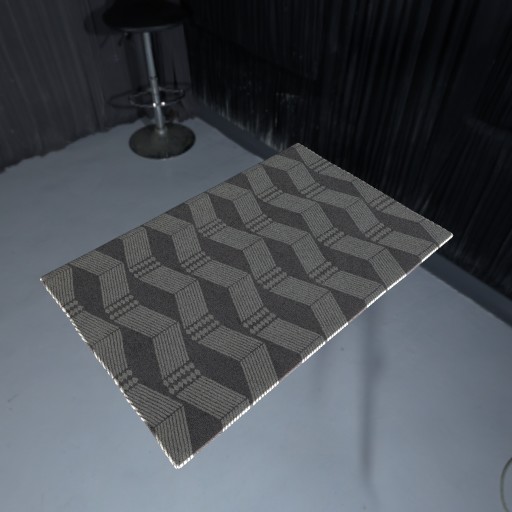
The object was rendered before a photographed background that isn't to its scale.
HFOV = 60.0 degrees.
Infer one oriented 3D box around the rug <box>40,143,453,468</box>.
[{"bbox_3d":[0.000,0.000,2.326,1.833,0.016,1.210,-33,55,-27],"label":"rug"}]
